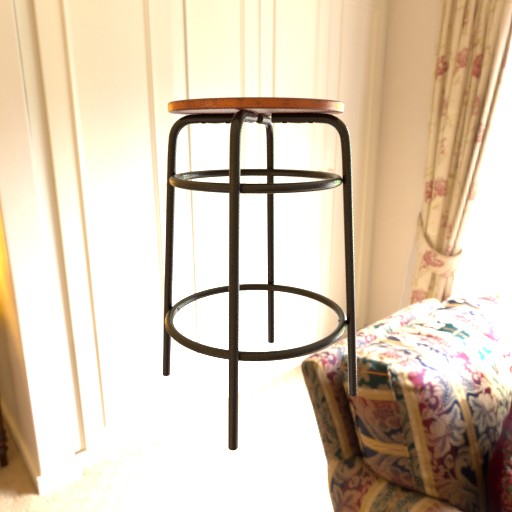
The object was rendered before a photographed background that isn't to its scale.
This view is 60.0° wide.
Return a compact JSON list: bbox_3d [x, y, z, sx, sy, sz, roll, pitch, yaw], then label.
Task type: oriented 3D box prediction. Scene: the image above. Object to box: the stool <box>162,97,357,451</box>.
[{"bbox_3d":[0.000,0.000,0.938,0.455,0.610,0.455,3,16,11],"label":"stool"}]
